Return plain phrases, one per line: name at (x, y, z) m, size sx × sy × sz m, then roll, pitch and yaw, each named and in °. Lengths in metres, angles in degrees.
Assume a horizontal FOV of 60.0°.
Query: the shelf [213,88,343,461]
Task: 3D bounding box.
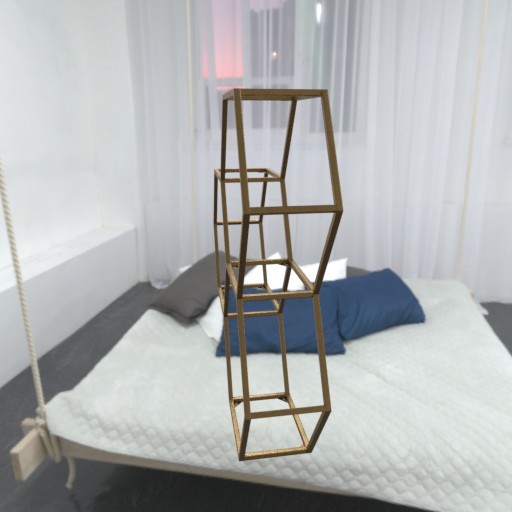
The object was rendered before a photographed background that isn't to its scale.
shelf at (0.000, 0.000, 1.034) m, size 0.150 × 0.701 × 0.708 m, roll -3°, pitch 17°, yaw -9°
